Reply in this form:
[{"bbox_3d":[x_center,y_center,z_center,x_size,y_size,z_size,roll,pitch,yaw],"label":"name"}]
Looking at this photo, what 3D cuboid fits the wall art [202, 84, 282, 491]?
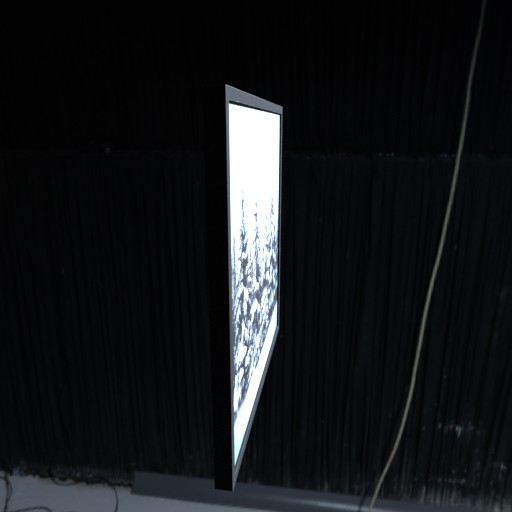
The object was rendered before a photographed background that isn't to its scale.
[{"bbox_3d":[0.000,0.000,1.142,0.037,0.761,0.761,3,16,9],"label":"wall art"}]
